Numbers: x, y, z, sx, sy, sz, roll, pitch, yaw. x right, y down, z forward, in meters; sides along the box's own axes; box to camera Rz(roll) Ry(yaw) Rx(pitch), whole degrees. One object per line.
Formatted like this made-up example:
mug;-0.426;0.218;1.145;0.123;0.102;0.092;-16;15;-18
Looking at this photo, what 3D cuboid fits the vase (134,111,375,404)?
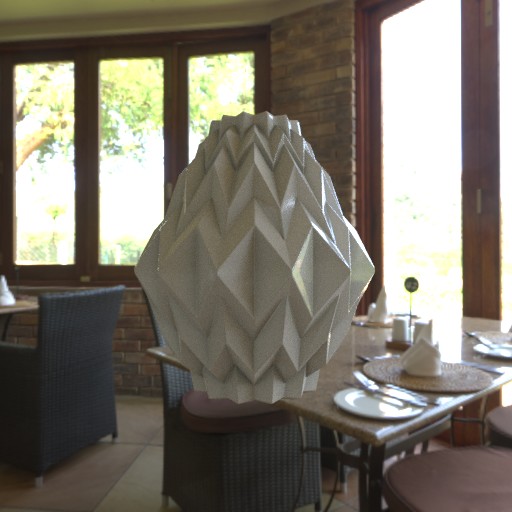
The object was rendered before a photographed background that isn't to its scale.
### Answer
vase;0.000;0.000;0.314;0.164;0.185;0.164;0;0;0
